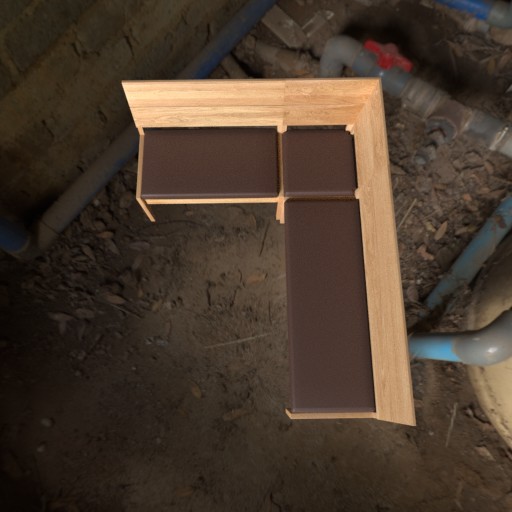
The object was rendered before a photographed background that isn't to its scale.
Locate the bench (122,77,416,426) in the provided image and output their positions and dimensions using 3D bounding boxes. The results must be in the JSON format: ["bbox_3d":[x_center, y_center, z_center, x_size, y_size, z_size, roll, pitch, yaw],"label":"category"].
[{"bbox_3d":[0.000,0.000,2.808,1.549,0.890,1.975,-2,75,0],"label":"bench"}]
